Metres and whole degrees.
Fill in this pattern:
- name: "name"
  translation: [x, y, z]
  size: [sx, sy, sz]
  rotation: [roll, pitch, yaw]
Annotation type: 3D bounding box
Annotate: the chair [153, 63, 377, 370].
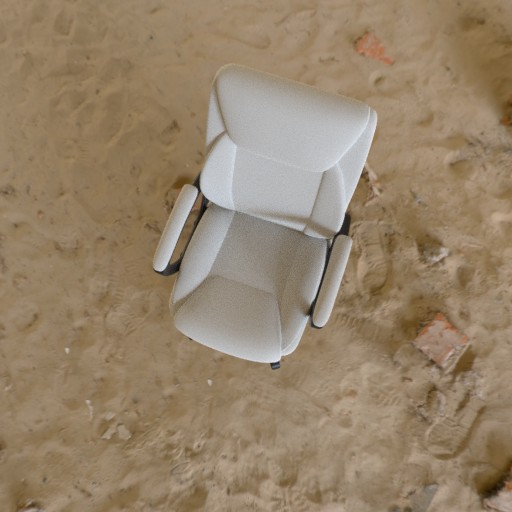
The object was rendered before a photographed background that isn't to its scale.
- name: "chair"
  translation: [0.000, 0.000, 1.497]
  size: [0.663, 1.065, 0.669]
  rotation: [19, 76, 5]
